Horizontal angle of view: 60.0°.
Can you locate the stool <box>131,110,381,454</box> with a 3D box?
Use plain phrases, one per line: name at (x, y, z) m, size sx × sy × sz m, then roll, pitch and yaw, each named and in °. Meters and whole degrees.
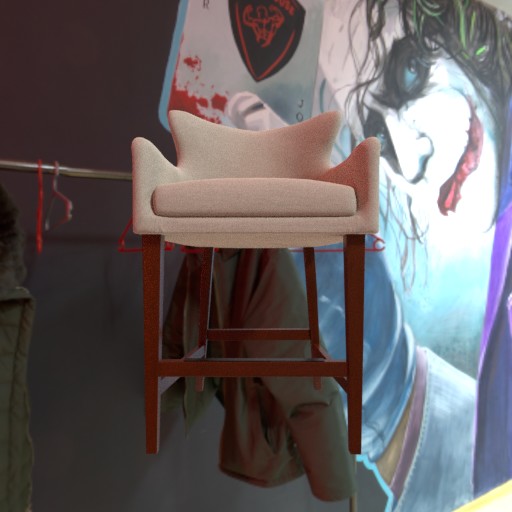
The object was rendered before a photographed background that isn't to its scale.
stool at (0.000, 0.000, 1.382) m, size 0.615 × 0.987 × 0.637 m, roll 0°, pitch 0°, yaw 0°
